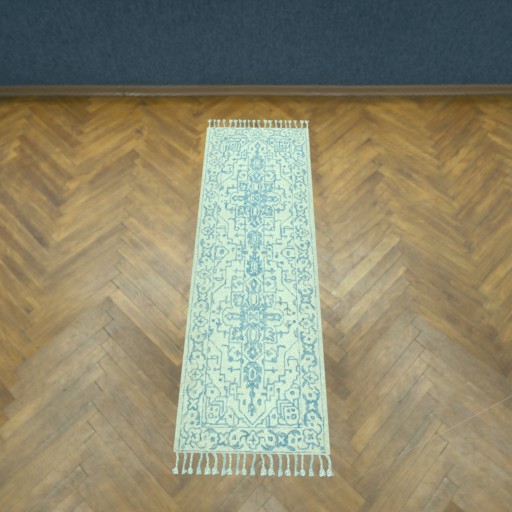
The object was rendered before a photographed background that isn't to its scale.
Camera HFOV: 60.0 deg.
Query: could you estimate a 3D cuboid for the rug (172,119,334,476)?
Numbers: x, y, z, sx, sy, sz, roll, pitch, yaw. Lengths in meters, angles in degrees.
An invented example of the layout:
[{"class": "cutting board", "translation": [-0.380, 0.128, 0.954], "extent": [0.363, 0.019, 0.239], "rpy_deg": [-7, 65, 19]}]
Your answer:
[{"class": "rug", "translation": [0.000, 0.000, 2.741], "extent": [0.774, 0.011, 2.449], "rpy_deg": [1, 58, 0]}]
